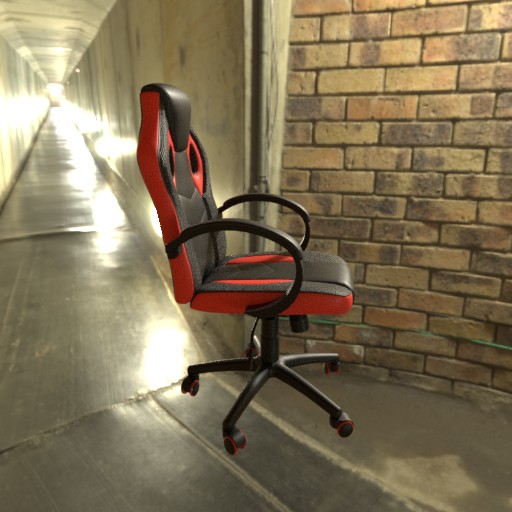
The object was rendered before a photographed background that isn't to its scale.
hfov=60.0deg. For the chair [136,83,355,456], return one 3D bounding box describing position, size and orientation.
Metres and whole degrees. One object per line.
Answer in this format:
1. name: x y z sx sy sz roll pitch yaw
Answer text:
1. chair: 0.000 0.000 1.386 0.642 1.016 0.600 2 16 8
